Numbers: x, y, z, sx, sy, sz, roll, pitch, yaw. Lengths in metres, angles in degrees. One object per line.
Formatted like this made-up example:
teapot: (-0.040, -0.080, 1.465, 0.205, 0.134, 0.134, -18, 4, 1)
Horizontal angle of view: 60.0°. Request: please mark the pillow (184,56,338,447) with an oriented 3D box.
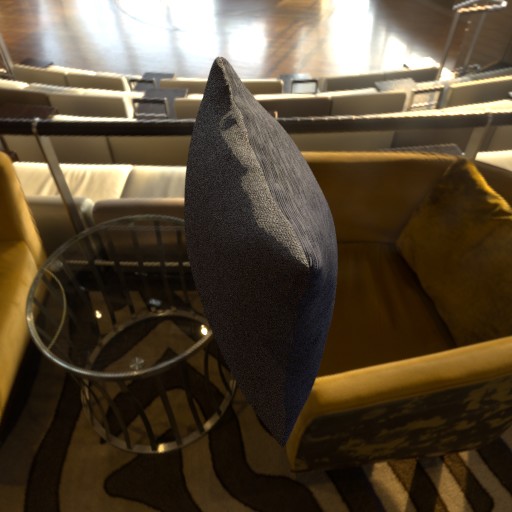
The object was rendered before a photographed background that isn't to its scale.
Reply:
pillow: (0.000, 0.000, 0.682, 0.204, 0.439, 0.452, -10, 48, -9)
